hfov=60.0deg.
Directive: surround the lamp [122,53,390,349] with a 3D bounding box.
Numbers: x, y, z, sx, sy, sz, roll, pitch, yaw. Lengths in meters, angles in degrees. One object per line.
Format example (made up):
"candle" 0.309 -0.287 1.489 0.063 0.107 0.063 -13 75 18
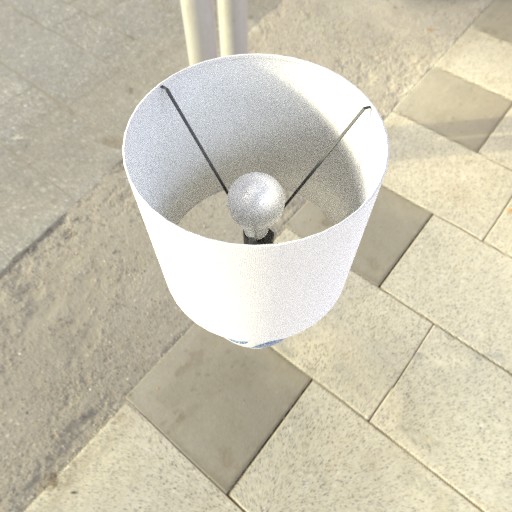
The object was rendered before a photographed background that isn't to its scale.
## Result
"lamp" 0.000 0.000 0.524 0.215 0.381 0.215 33 64 18
